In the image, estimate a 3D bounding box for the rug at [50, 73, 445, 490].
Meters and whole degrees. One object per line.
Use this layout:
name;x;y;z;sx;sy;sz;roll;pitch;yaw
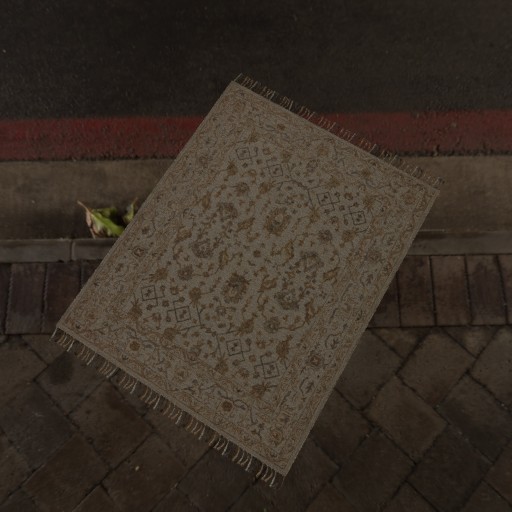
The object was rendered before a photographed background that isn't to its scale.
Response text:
rug;0.000;0.000;2.212;1.278;0.009;1.726;30;77;8
